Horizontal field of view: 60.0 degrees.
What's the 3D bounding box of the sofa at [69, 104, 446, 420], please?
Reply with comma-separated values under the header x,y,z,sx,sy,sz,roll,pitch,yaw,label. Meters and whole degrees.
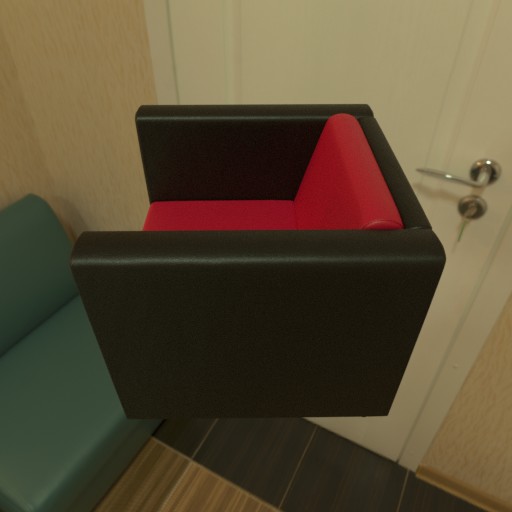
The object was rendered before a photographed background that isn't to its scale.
x,y,z,sx,sy,sz,roll,pitch,yaw,label
0.000,0.000,1.449,0.809,0.724,0.839,0,41,-1,sofa
